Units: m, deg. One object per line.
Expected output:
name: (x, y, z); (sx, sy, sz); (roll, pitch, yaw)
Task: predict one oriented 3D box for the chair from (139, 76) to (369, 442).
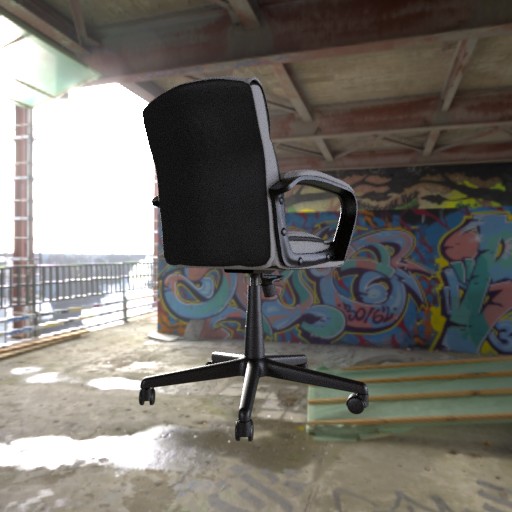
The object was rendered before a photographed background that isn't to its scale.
chair: (0.000, 0.000, 1.544); (0.739, 1.004, 0.717); (0, 0, 37)
